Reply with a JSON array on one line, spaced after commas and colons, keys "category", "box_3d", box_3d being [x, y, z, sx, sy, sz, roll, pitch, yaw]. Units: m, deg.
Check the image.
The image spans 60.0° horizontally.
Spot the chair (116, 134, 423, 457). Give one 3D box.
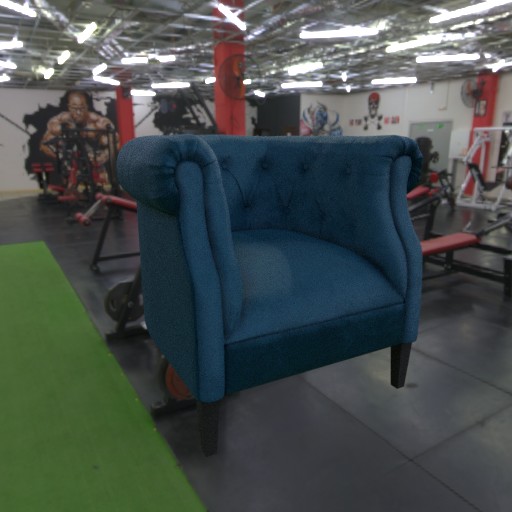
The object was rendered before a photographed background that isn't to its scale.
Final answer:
[{"category": "chair", "box_3d": [0.000, 0.000, 1.558, 0.904, 0.826, 0.851, -8, 17, -27]}]
